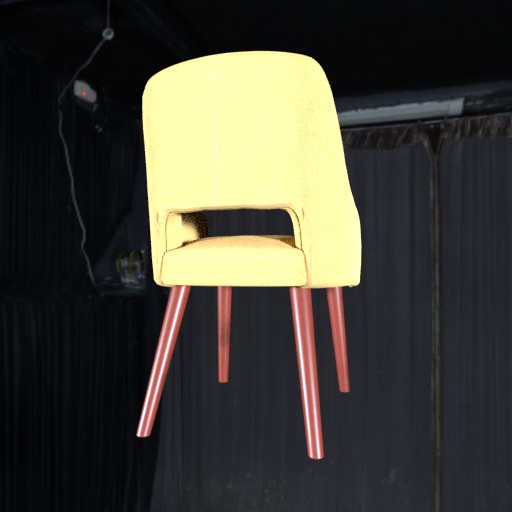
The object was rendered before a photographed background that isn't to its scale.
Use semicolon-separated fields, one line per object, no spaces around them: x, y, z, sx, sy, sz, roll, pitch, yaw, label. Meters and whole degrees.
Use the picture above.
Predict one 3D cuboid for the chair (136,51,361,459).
0.000;0.000;1.217;0.548;0.849;0.605;-1;-2;17;chair
